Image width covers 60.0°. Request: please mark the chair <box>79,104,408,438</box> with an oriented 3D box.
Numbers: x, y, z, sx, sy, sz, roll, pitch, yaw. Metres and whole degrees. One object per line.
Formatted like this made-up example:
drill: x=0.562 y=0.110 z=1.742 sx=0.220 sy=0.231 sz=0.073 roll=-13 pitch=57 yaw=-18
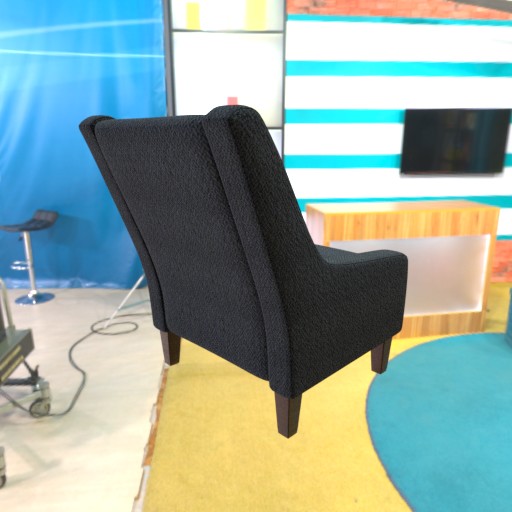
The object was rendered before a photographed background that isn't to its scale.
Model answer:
chair: x=0.000 y=0.000 z=1.678 sx=0.944 sy=1.012 sz=0.793 roll=-14 pitch=20 yaw=-43
